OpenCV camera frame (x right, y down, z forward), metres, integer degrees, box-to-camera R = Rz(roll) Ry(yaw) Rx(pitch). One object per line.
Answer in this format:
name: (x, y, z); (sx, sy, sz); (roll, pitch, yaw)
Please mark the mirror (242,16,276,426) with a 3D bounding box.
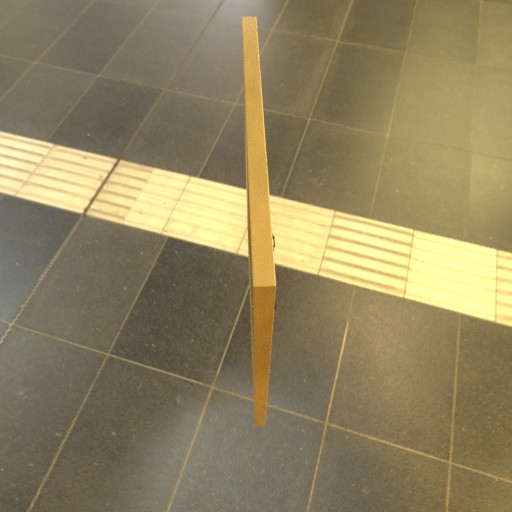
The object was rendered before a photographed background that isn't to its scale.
mirror: (0.000, 0.000, 1.324); (0.040, 1.016, 0.762); (-2, 57, -1)
